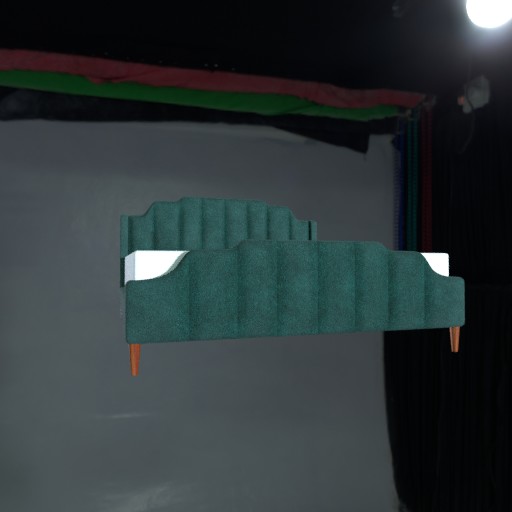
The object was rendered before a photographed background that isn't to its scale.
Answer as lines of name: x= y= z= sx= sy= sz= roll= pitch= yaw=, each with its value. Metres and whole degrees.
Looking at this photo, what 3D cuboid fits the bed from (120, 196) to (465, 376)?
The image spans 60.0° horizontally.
bed: x=0.000 y=0.000 z=3.580 sx=2.074 sy=1.245 sz=2.340 roll=0 pitch=-1 yaw=-18
